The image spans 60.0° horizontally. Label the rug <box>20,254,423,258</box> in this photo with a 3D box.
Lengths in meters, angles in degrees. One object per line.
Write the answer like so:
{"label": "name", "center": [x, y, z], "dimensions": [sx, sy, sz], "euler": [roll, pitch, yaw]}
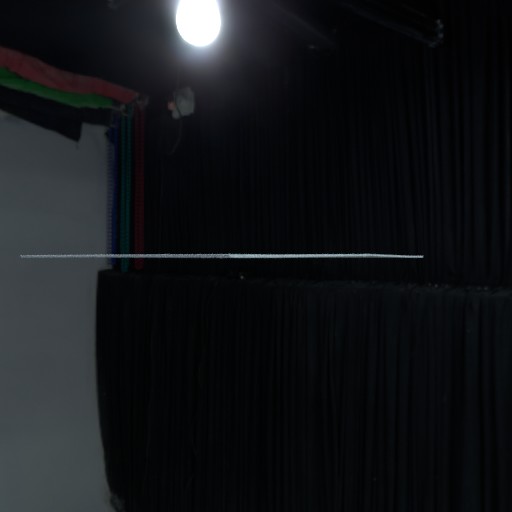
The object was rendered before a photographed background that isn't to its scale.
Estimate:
{"label": "rug", "center": [0.000, 0.000, 2.302], "dimensions": [1.174, 0.022, 1.853], "euler": [0, 0, 36]}
